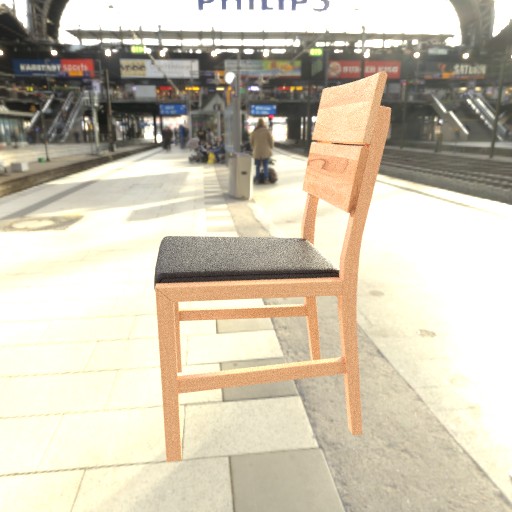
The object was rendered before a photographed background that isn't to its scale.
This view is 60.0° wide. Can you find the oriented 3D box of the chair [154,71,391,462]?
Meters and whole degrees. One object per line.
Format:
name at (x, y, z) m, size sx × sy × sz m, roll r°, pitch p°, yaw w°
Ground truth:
chair at (0.000, 0.000, 1.279) m, size 0.560 × 0.950 × 0.475 m, roll -2°, pitch 16°, yaw -9°
